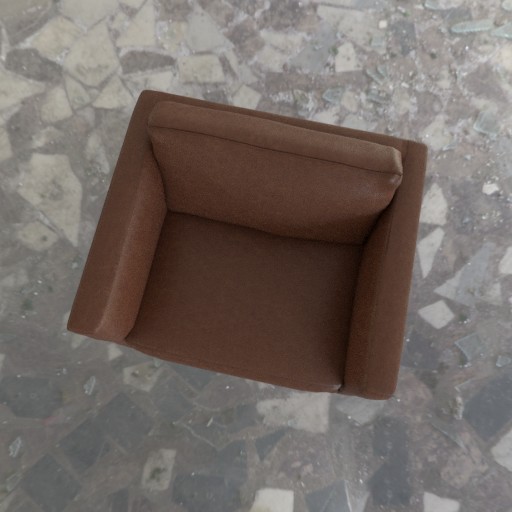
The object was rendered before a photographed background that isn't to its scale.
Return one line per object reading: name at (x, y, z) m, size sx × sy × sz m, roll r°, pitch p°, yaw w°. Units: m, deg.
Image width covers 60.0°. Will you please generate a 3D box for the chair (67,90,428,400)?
chair at (0.000, 0.000, 1.802) m, size 1.107 × 0.917 × 0.959 m, roll 12°, pitch 76°, yaw 3°
